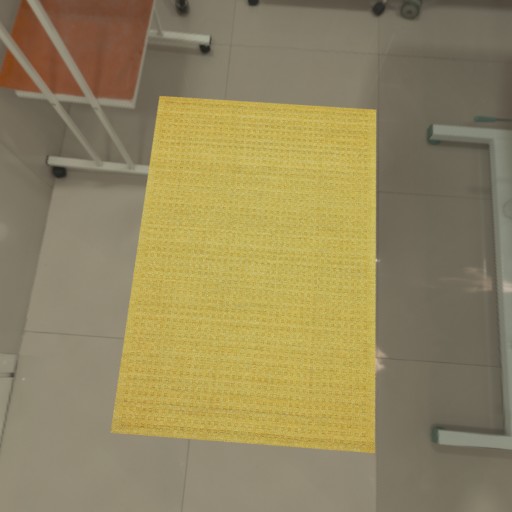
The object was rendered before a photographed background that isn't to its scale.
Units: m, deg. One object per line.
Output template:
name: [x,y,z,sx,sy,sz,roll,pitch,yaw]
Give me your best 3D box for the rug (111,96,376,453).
rug: [0.000,0.000,3.681,1.981,0.006,2.895,4,75,1]
